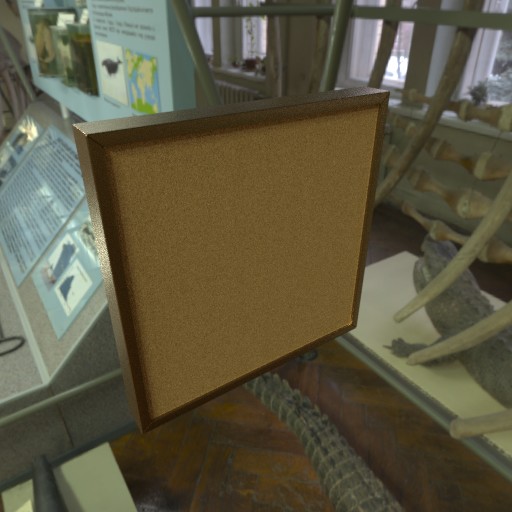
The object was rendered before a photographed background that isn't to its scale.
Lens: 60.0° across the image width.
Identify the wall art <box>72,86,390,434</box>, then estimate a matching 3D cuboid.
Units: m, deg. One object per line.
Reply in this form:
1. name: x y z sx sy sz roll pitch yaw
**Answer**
1. wall art: 0.000 0.000 0.464 0.305 0.305 0.037 -19 35 -29
